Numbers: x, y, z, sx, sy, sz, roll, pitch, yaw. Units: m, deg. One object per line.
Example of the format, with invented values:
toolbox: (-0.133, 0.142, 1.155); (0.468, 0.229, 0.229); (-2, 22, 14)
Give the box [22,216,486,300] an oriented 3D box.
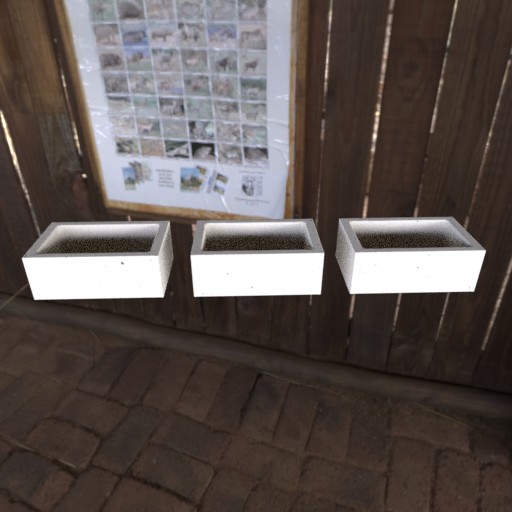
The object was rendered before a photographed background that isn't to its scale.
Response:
box: (0.000, 0.000, 0.487); (0.461, 0.051, 0.082); (-1, 30, -2)
